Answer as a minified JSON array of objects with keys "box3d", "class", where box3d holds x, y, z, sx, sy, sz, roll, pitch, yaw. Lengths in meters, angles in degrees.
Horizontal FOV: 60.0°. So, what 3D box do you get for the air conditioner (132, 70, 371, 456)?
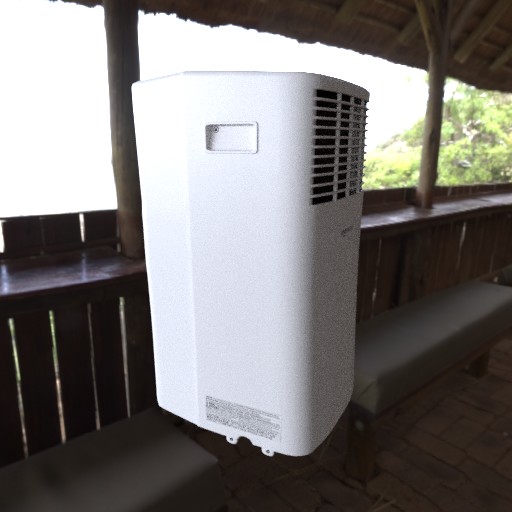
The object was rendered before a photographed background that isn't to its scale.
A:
[{"box3d":[0.000,0.000,0.816,0.349,0.606,0.304,8,16,28],"class":"air conditioner"}]
